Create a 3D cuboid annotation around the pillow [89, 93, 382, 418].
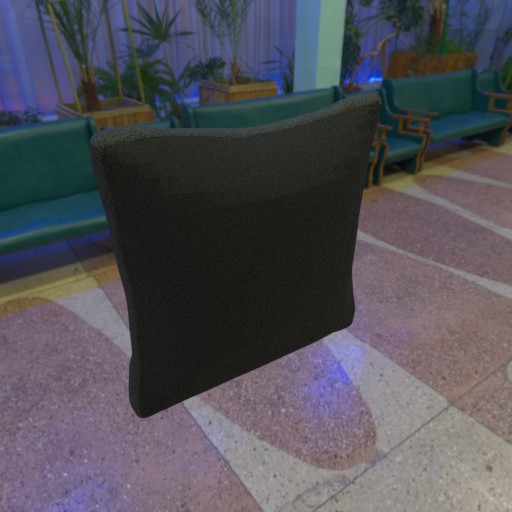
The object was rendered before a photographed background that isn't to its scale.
[{"bbox_3d":[0.000,0.000,0.806,0.533,0.523,0.210,-18,34,-28],"label":"pillow"}]
